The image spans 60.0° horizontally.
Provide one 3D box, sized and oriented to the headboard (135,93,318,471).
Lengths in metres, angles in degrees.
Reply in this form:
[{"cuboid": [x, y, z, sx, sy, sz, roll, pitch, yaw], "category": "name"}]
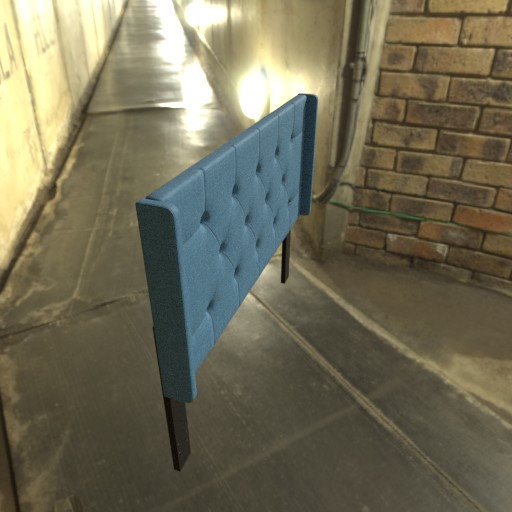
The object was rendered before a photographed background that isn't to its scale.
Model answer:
[{"cuboid": [0.000, 0.000, 2.676, 0.184, 1.524, 2.051, 11, 32, 17], "category": "headboard"}]
